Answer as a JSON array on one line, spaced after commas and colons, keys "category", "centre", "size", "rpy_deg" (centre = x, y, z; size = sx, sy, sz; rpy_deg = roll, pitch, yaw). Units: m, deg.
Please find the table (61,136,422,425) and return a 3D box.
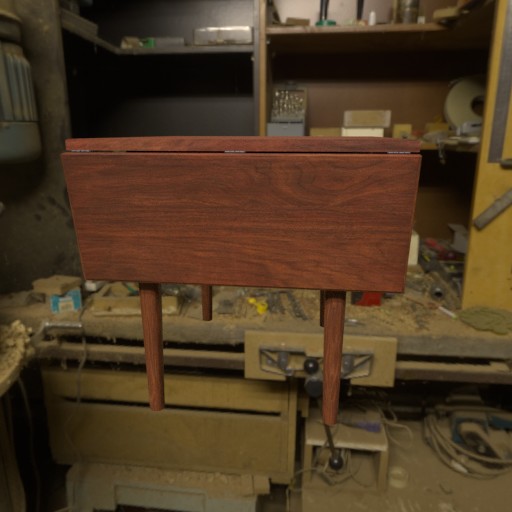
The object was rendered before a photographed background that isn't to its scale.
[{"category": "table", "centre": [0.000, 0.000, 1.476], "size": [0.812, 0.763, 0.843], "rpy_deg": [2, 16, 7]}]
